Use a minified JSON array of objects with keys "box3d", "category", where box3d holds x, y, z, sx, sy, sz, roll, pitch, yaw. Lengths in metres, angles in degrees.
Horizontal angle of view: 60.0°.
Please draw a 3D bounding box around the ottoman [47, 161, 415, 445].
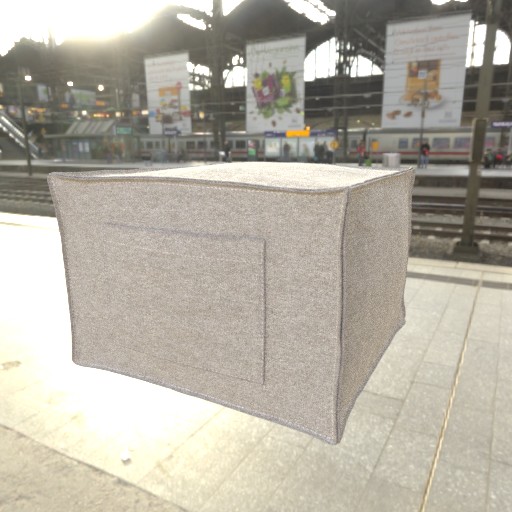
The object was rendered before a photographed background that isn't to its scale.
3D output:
[{"box3d":[0.000,0.000,1.149,0.707,0.470,0.696,7,15,26],"category":"ottoman"}]
